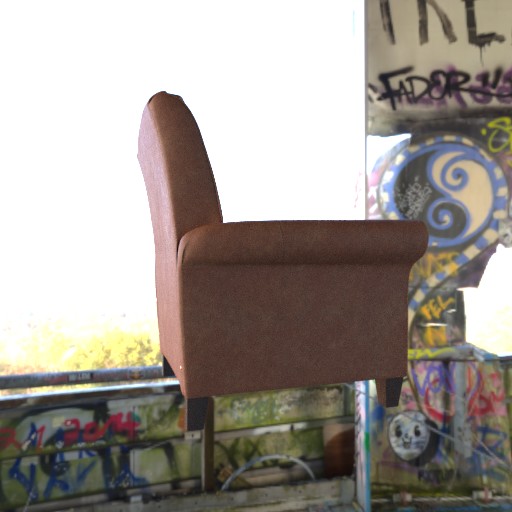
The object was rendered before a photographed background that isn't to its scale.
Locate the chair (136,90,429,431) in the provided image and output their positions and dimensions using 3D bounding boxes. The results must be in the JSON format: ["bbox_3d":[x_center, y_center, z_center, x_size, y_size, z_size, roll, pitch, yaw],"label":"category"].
[{"bbox_3d":[0.000,0.000,1.770,0.902,1.061,0.978,0,-1,-18],"label":"chair"}]
